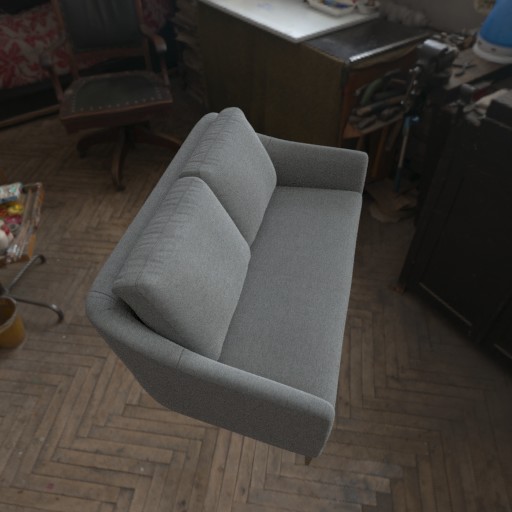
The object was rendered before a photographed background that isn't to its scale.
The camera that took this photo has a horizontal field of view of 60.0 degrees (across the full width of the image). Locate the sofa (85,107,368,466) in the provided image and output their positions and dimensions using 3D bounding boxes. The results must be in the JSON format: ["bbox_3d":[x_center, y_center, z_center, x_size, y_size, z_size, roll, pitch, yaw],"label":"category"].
[{"bbox_3d":[0.000,0.000,2.189,0.960,0.904,1.619,10,48,10],"label":"sofa"}]
